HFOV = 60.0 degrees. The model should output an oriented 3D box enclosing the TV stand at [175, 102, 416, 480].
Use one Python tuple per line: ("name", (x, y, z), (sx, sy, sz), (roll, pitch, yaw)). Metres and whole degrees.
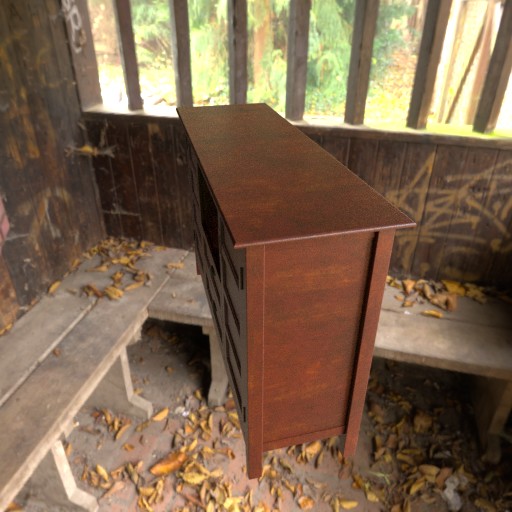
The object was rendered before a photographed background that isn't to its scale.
("TV stand", (0.000, 0.000, 1.811), (0.445, 0.915, 1.372), (-7, 32, -12))
